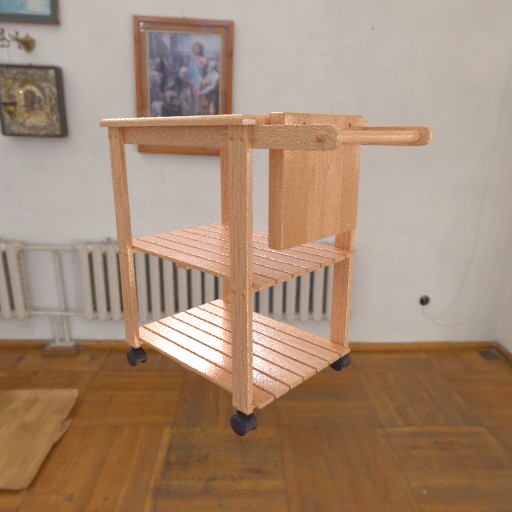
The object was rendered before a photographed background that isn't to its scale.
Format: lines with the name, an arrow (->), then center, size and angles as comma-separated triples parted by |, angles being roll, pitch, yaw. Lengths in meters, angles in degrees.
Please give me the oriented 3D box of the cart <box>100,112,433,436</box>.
cart -> 0.000, 0.000, 1.358 | 0.843, 0.816, 0.520 | 14, 21, 42
